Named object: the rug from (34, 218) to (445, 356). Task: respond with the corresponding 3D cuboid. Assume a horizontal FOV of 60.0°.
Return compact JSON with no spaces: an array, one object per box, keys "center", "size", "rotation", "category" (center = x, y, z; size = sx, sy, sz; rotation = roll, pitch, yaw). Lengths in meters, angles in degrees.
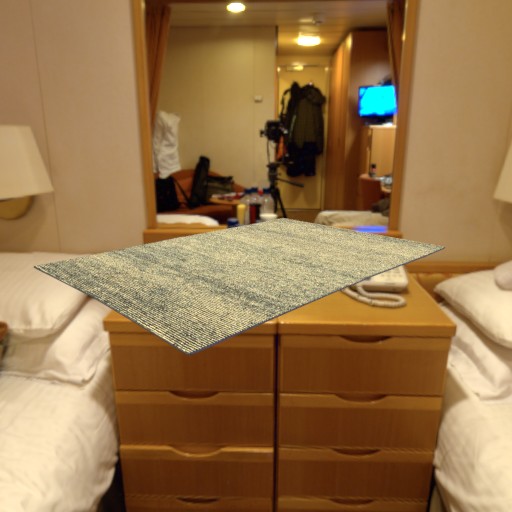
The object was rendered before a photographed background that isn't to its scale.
[{"center":[0.000,0.000,3.033],"size":[2.349,0.030,1.624],"rotation":[-15,21,-42],"category":"rug"}]
